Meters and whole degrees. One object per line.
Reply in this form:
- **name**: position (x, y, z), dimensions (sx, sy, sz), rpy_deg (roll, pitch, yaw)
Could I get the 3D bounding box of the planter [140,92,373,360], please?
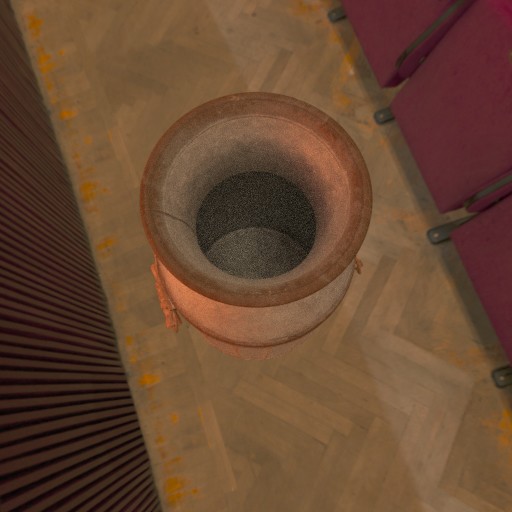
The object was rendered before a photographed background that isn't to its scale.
- **planter**: position (0.000, 0.000, 0.507), dimensions (0.248, 0.358, 0.215), rpy_deg (-17, 75, -5)
